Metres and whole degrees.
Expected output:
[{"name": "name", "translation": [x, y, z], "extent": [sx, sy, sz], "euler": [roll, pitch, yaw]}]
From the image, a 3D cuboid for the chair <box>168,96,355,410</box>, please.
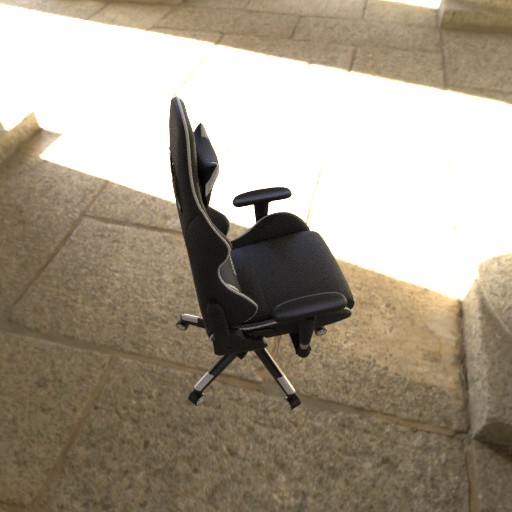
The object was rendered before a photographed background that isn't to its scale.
[{"name": "chair", "translation": [0.000, 0.000, 1.647], "extent": [0.700, 1.240, 0.700], "euler": [-11, 47, -10]}]
